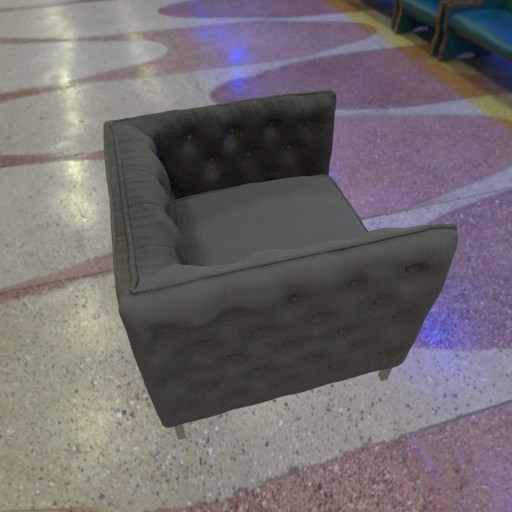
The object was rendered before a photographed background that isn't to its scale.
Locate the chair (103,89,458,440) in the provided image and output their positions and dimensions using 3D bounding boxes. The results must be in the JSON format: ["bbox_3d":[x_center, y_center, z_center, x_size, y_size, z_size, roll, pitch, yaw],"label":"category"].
[{"bbox_3d":[0.000,0.000,1.634,0.913,0.807,0.946,-12,47,-11],"label":"chair"}]
